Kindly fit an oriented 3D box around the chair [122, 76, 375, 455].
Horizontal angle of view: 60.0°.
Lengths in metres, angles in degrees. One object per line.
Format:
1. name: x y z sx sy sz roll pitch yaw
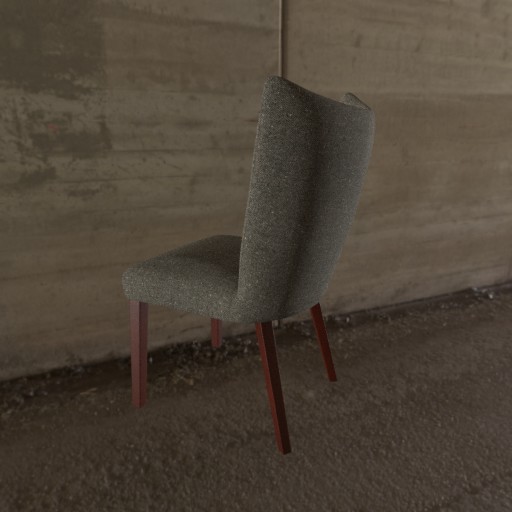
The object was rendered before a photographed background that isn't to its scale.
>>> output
1. chair: 0.000 0.000 1.301 0.623 0.924 0.535 8 18 27
